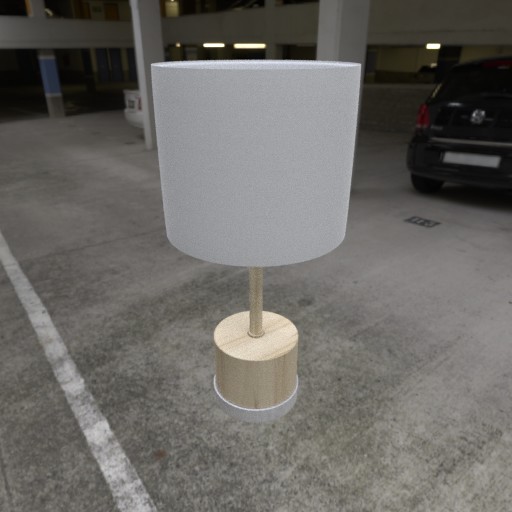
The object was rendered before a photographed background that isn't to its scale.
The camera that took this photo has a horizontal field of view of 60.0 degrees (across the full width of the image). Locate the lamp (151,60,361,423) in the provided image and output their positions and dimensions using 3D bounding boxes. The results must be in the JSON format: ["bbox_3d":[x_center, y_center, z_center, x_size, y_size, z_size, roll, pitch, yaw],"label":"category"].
[{"bbox_3d":[0.000,0.000,0.590,0.229,0.470,0.229,-17,31,-32],"label":"lamp"}]
